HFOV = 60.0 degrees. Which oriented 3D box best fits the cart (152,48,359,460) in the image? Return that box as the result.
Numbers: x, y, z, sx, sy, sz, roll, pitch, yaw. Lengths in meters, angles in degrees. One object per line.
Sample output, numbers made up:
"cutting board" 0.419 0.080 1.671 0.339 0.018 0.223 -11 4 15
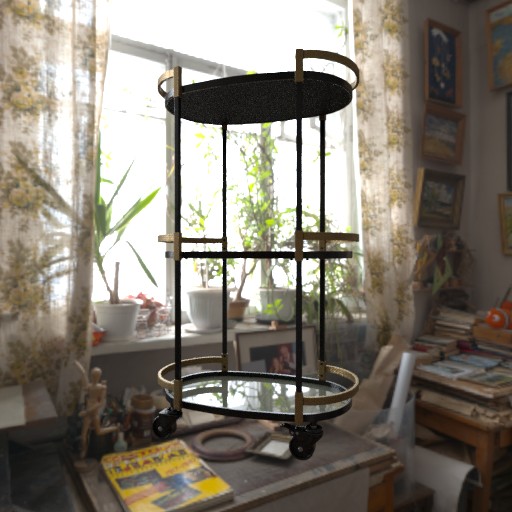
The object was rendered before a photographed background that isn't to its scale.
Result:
"cart" 0.000 0.000 1.132 0.515 0.885 0.311 0 0 19
